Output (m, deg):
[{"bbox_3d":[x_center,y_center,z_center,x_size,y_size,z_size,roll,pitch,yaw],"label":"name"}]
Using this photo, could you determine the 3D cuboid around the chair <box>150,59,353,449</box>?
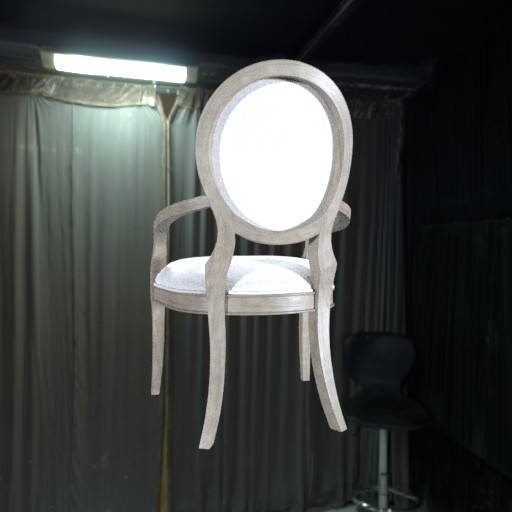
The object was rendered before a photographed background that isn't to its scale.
[{"bbox_3d":[0.000,0.000,1.384,0.611,0.991,0.602,0,1,-17],"label":"chair"}]
